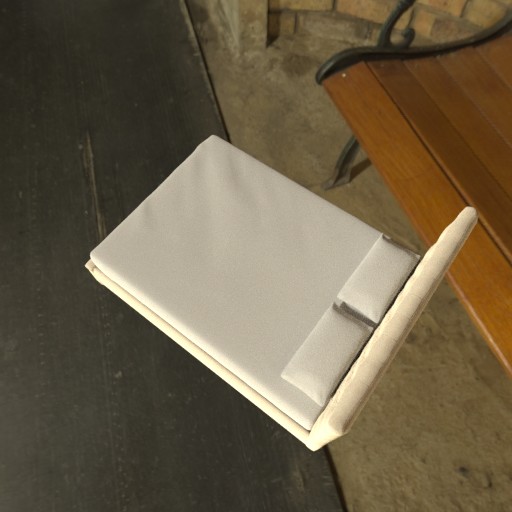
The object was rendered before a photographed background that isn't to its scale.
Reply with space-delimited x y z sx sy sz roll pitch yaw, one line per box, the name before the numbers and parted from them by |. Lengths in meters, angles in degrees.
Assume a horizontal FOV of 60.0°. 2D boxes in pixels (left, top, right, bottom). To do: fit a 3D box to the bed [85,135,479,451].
bed | 0.000 0.000 3.483 2.387 1.427 1.698 34 68 16
